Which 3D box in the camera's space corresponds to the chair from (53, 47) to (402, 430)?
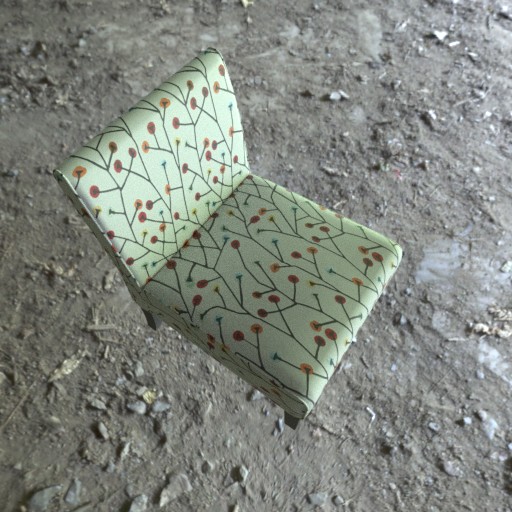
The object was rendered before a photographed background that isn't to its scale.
[{"bbox_3d":[0.000,0.000,1.336,0.732,0.813,0.597,30,62,18],"label":"chair"}]
